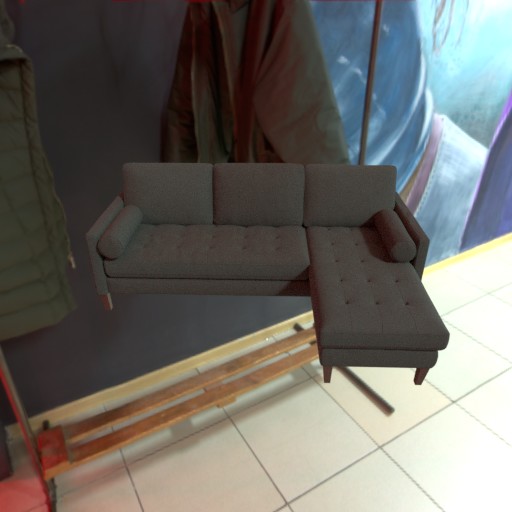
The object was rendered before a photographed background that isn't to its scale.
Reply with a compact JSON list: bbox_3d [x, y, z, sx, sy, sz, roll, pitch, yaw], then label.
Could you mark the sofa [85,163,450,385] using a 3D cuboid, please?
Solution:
[{"bbox_3d":[0.000,0.000,2.907,2.178,0.876,1.506,1,29,2],"label":"sofa"}]
